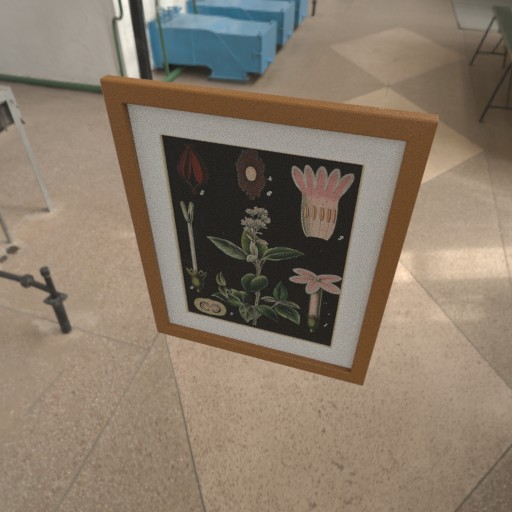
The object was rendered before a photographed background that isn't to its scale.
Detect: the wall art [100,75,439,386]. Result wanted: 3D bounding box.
[{"bbox_3d":[0.000,0.000,0.751,0.449,0.550,0.021,12,43,13],"label":"wall art"}]
